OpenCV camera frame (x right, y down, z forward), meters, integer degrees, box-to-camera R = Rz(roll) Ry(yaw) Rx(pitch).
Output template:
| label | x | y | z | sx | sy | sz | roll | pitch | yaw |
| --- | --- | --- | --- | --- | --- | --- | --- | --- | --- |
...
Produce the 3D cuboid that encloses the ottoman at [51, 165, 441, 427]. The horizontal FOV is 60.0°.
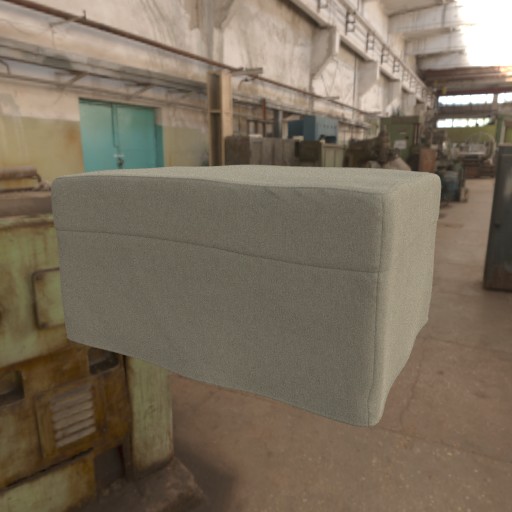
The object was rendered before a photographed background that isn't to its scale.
| label | x | y | z | sx | sy | sz | roll | pitch | yaw |
| --- | --- | --- | --- | --- | --- | --- | --- | --- | --- |
| ottoman | 0.000 | 0.000 | 1.200 | 0.833 | 0.461 | 0.648 | 7 | 15 | 28 |
